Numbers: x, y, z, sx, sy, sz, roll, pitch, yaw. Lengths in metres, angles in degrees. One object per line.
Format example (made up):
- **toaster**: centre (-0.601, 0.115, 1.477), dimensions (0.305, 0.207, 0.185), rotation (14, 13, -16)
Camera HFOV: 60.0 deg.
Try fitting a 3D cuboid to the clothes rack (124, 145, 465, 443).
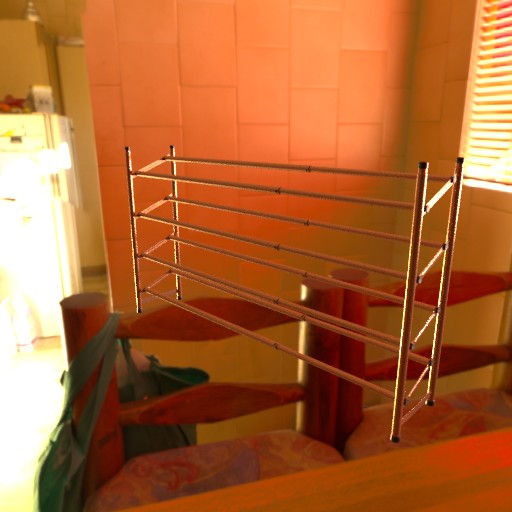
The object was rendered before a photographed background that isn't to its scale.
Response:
- **clothes rack**: centre (0.000, 0.000, 1.450), dimensions (1.168, 0.672, 0.229), rotation (15, 22, 42)
